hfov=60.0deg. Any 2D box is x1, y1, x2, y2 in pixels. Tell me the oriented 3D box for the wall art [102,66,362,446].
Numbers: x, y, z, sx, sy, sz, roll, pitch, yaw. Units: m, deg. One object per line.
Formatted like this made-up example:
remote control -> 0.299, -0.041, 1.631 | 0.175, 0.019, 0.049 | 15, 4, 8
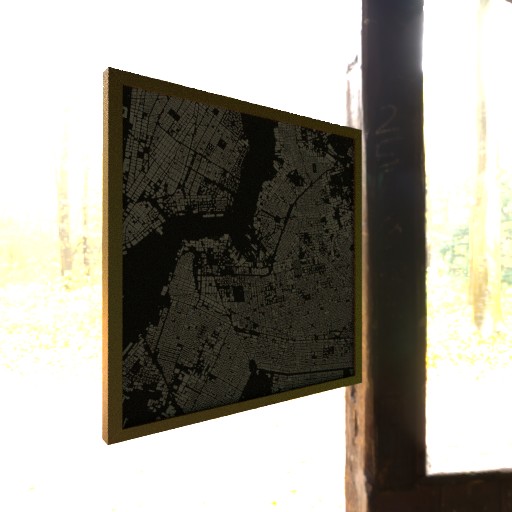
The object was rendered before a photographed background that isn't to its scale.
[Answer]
wall art -> 0.000, 0.000, 2.853 | 1.926, 1.926, 0.099 | 0, 0, -36
